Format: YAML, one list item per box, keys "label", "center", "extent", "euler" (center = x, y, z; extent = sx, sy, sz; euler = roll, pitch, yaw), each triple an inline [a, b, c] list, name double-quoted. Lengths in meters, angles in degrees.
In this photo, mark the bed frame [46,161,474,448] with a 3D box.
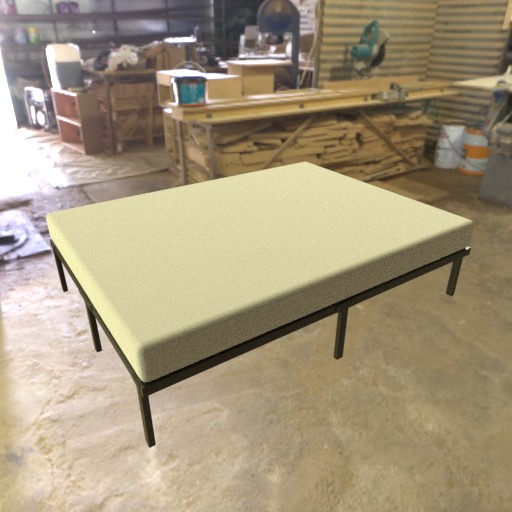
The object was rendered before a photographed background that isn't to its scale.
- label: "bed frame"
  center: [0.000, 0.000, 3.501]
  extent: [2.635, 0.680, 1.990]
  euler: [-17, 32, -30]
